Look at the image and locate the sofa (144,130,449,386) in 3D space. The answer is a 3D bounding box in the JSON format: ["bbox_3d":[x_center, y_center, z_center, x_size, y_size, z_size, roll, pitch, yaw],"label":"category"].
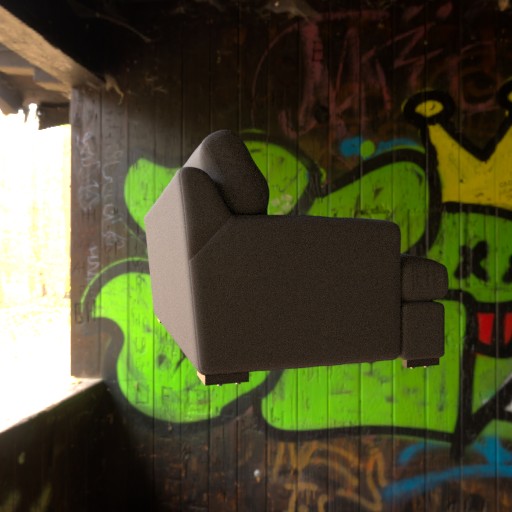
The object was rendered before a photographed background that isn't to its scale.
[{"bbox_3d":[0.000,0.000,2.548,1.143,0.940,1.880,0,0,-18],"label":"sofa"}]
